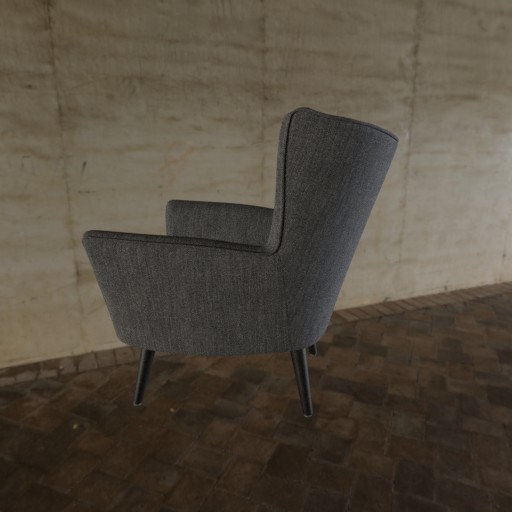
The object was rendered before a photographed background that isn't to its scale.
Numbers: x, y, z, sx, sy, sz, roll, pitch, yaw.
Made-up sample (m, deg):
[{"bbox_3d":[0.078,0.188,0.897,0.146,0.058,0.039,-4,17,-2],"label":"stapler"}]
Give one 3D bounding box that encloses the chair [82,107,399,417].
[{"bbox_3d":[0.000,0.000,1.547,0.888,0.933,0.781,2,15,9],"label":"chair"}]
